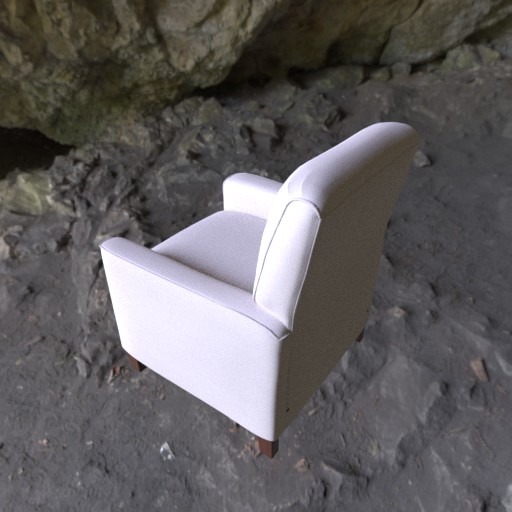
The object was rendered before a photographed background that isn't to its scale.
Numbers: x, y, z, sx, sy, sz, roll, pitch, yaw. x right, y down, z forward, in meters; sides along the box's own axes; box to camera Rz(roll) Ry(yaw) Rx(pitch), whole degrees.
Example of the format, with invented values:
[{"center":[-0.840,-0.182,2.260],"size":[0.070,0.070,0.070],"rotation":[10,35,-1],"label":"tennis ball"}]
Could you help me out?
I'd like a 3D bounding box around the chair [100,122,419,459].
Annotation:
[{"center":[0.000,0.000,1.674],"size":[0.858,1.028,0.841],"rotation":[22,39,29],"label":"chair"}]
